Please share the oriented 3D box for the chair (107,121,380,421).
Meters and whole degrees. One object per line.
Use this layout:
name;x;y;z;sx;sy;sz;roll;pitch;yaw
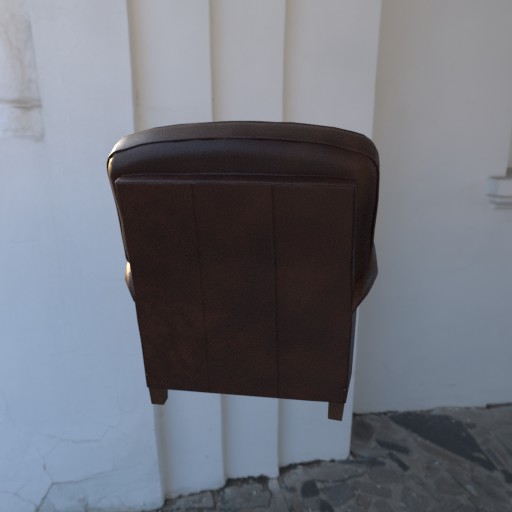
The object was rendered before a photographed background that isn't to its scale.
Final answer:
chair;0.000;0.000;1.775;0.936;1.018;0.986;2;15;8
